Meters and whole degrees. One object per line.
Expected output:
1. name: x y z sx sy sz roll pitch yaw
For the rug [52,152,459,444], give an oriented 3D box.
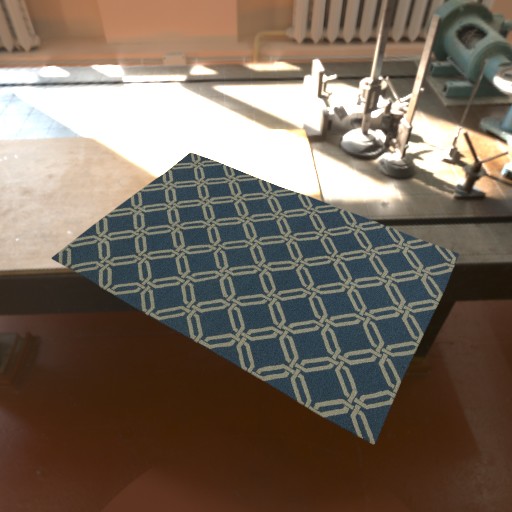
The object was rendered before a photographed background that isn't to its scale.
1. rug: 0.000 0.000 2.258 1.755 0.010 1.153 25 51 22
